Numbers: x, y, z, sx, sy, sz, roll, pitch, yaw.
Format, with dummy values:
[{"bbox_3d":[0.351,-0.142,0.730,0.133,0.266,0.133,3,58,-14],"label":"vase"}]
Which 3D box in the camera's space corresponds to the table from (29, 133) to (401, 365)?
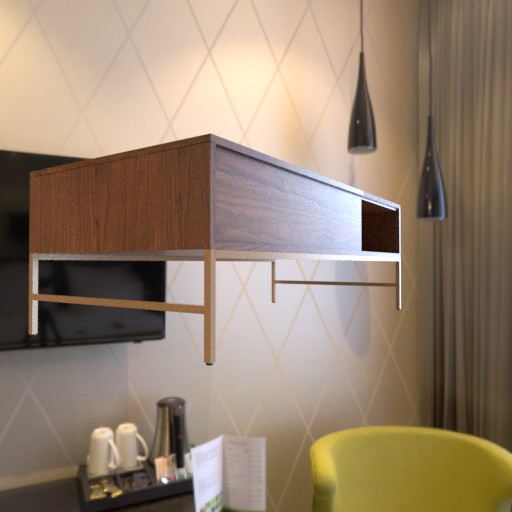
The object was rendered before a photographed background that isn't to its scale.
[{"bbox_3d":[0.000,0.000,1.911,0.789,0.551,1.553,-1,-1,34],"label":"table"}]
